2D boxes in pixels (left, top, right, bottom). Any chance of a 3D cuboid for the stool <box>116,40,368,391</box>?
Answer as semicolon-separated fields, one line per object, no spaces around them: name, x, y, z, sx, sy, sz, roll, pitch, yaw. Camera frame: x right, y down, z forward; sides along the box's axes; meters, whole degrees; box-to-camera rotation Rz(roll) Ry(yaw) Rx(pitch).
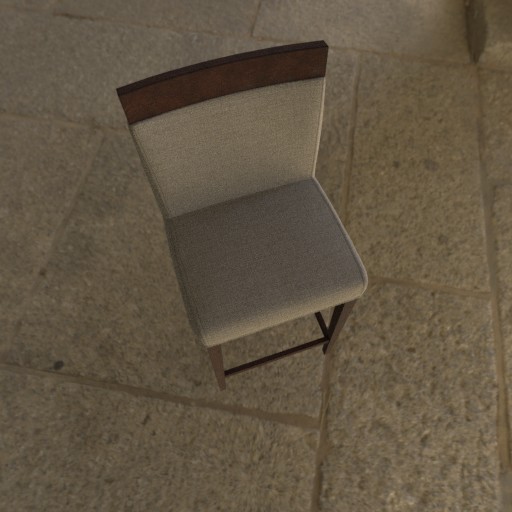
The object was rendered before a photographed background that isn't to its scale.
stool;0.000;0.000;1.425;0.511;1.117;0.531;-17;64;-8
